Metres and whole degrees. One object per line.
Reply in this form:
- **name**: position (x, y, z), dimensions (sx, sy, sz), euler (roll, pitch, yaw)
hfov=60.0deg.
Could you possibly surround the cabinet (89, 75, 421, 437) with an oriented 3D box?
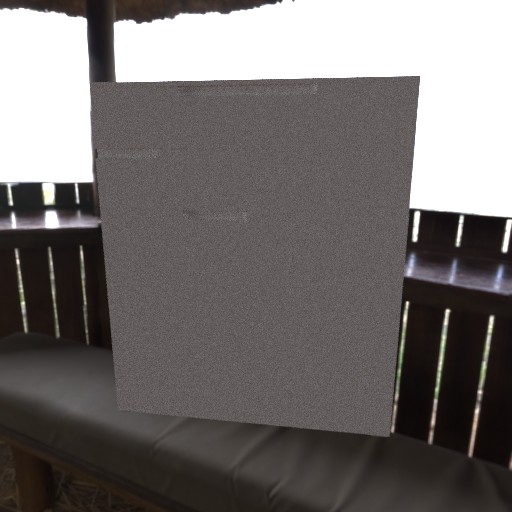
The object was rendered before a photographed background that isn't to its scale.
- **cabinet**: position (0.000, 0.000, 1.658), dimensions (1.000, 1.190, 0.400), euler (2, 15, 9)
